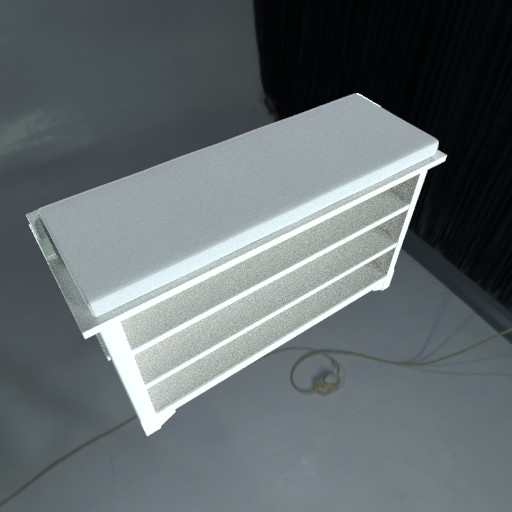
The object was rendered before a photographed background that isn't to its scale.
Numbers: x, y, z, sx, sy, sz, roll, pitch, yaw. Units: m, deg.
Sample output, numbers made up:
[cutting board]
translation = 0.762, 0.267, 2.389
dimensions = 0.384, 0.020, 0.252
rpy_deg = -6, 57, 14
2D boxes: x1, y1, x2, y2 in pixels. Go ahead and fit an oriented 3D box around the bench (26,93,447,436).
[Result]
[bench]
translation = 0.000, 0.000, 1.259
dimensions = 0.987, 0.589, 0.346
rpy_deg = -26, 52, -23
